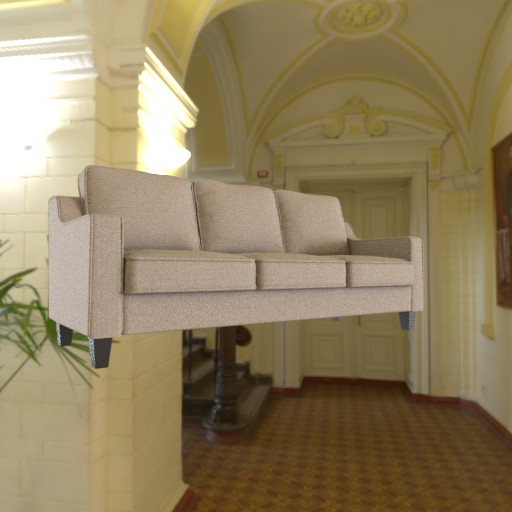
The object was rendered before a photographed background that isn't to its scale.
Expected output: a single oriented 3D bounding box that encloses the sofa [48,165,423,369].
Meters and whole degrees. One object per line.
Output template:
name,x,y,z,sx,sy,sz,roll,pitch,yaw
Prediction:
sofa,0.000,0.000,2.636,2.129,0.950,0.899,1,-2,-35
